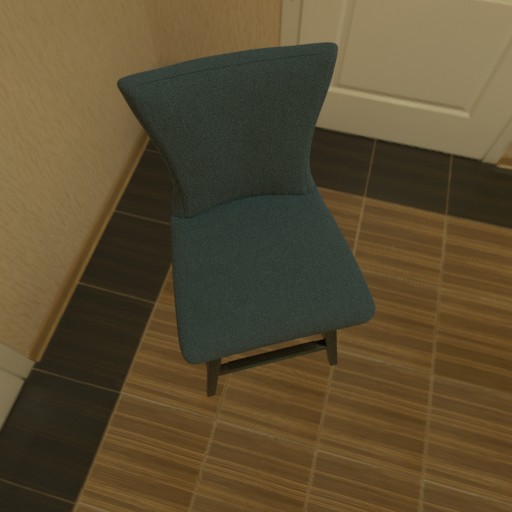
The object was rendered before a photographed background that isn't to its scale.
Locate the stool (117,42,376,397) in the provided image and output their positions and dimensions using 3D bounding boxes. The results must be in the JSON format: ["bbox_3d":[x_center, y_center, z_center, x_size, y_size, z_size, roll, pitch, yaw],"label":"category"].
[{"bbox_3d":[0.000,0.000,1.316,0.514,1.000,0.574,-12,64,-6],"label":"stool"}]
